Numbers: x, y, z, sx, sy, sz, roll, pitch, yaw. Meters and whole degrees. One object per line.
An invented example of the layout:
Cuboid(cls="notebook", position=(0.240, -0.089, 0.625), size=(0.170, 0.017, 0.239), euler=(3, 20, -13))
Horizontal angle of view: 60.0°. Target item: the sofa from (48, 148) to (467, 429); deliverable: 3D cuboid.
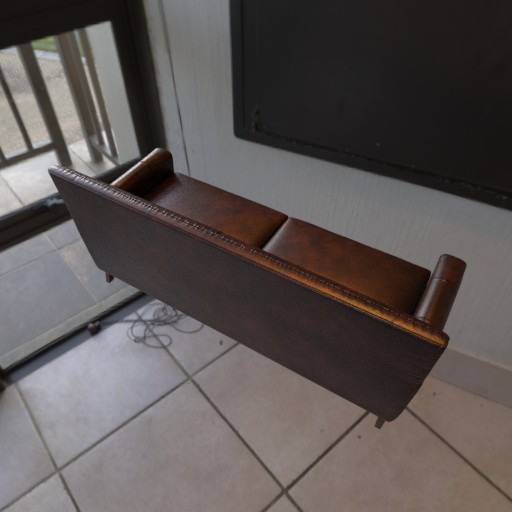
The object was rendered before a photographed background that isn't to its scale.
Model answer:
Cuboid(cls="sofa", position=(0.000, 0.000, 2.406), size=(1.995, 0.871, 0.786), euler=(24, 51, 21))
